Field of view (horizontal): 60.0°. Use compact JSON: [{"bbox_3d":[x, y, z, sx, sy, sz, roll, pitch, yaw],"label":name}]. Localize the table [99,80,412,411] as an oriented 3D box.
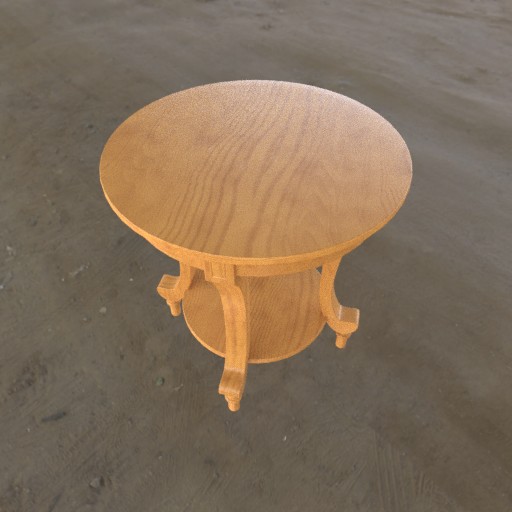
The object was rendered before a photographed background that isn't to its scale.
[{"bbox_3d":[0.000,0.000,1.088,0.597,0.612,0.597,0,46,0],"label":"table"}]
